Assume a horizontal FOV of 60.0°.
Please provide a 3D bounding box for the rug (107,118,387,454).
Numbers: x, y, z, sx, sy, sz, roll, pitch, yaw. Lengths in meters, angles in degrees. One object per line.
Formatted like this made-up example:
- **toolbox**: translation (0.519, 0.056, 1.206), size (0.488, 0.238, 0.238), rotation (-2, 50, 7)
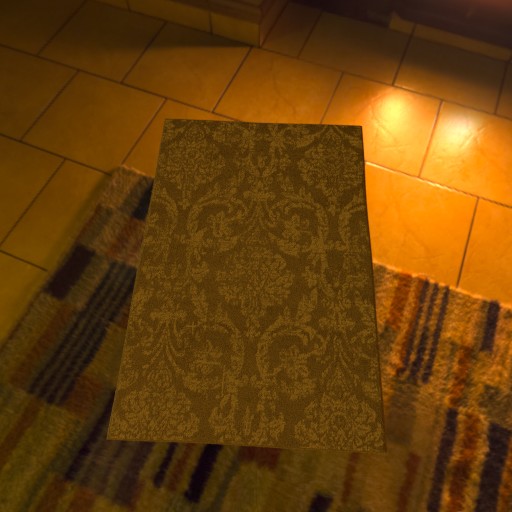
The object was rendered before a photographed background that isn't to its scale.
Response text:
- **rug**: translation (0.000, 0.000, 2.303), size (1.206, 0.012, 1.824), rotation (2, 64, 1)
